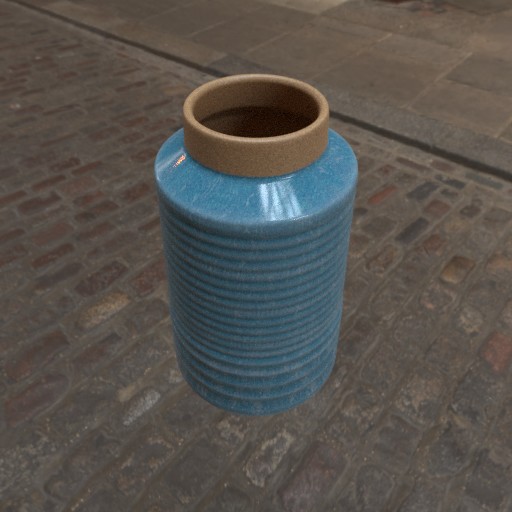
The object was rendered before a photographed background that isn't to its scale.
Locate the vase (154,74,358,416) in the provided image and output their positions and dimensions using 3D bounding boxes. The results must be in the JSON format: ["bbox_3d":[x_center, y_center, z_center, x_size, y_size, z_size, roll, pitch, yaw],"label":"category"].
[{"bbox_3d":[0.000,0.000,0.368,0.163,0.267,0.163,0,45,0],"label":"vase"}]
